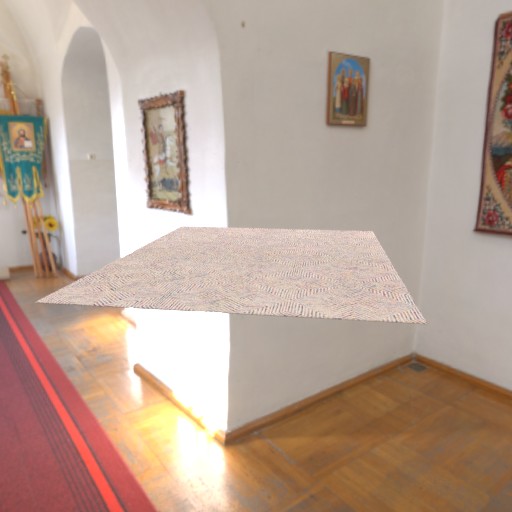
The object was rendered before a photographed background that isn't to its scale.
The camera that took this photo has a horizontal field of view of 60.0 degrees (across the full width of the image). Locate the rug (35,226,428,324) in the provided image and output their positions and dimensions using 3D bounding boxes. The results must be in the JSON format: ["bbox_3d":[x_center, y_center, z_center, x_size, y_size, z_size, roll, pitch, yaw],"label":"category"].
[{"bbox_3d":[0.000,0.000,4.162,2.442,0.008,3.046,2,13,8],"label":"rug"}]
